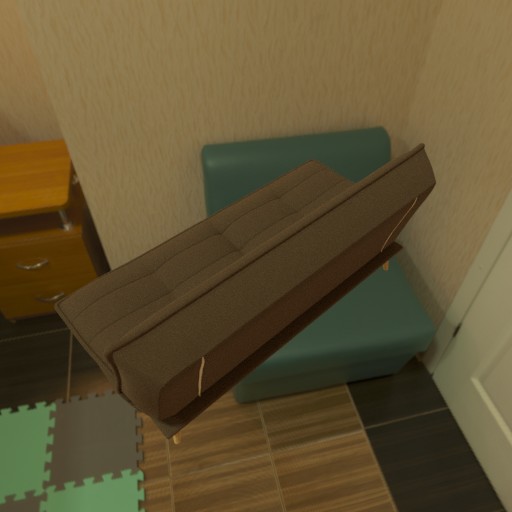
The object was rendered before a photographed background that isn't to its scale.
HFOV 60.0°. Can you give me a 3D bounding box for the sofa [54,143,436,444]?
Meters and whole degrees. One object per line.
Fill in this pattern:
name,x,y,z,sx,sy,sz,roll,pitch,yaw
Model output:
sofa,0.000,0.000,2.421,1.940,0.890,0.950,-33,55,-28
